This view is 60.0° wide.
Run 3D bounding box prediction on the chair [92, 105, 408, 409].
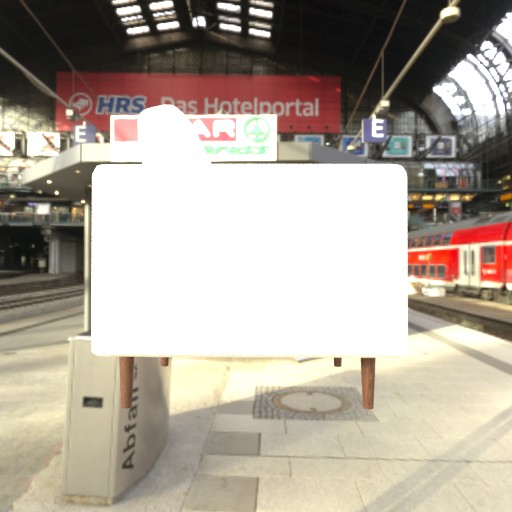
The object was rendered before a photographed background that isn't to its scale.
[{"bbox_3d":[0.000,0.000,1.571,0.879,0.899,0.831,0,-1,1],"label":"chair"}]
